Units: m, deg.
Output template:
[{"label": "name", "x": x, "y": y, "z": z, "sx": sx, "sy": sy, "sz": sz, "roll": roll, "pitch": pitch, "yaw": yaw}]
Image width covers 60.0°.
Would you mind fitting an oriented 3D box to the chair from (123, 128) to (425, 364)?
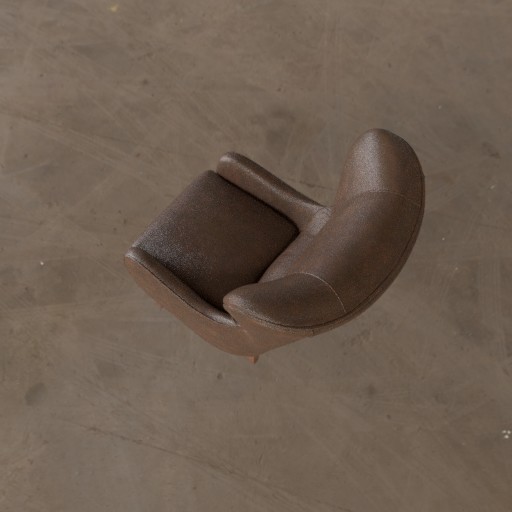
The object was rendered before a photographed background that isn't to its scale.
[{"label": "chair", "x": 0.000, "y": 0.000, "z": 1.647, "sx": 0.914, "sy": 1.048, "sz": 0.692, "roll": 34, "pitch": 68, "yaw": 16}]
